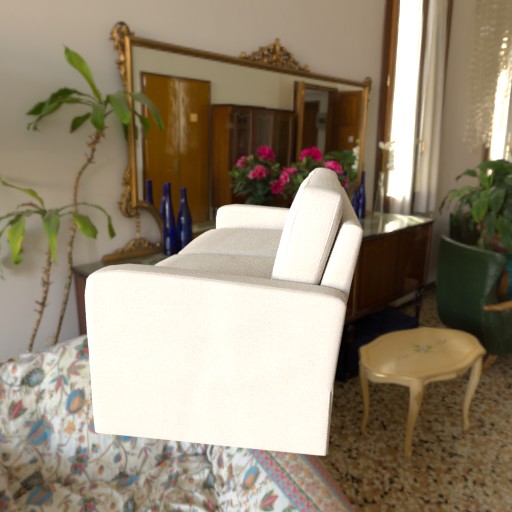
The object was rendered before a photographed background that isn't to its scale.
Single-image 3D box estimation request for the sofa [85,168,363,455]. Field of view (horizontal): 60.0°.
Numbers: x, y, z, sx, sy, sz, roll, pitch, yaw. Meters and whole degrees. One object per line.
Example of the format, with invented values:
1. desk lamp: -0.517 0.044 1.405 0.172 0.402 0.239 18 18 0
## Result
1. sofa: 0.000 0.000 2.199 0.894 0.831 1.808 2 13 9
